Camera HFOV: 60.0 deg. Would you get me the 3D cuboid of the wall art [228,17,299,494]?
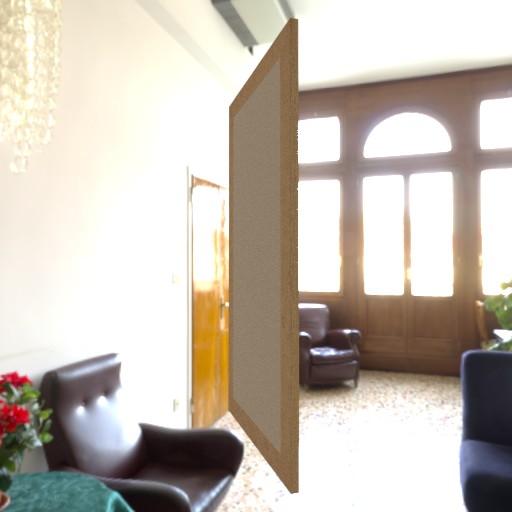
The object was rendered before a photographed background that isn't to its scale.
[{"bbox_3d":[0.000,0.000,0.819,0.013,0.683,0.381,0,-1,-17],"label":"wall art"}]
